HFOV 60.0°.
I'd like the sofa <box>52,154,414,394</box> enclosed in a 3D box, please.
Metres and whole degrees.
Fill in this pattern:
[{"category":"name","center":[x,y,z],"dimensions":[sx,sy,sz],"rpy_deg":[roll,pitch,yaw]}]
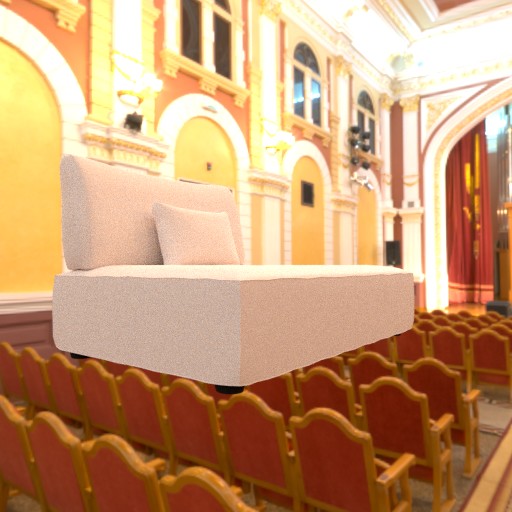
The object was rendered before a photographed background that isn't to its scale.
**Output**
[{"category":"sofa","center":[0.000,0.000,2.075],"dimensions":[1.000,0.820,1.450],"rpy_deg":[-1,-1,37]}]
